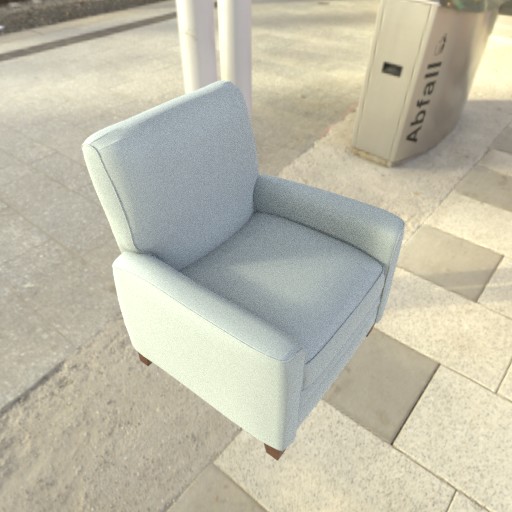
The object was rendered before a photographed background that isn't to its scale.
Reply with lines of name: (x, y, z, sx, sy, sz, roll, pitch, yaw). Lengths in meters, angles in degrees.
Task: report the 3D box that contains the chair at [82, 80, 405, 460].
chair: (0.000, 0.000, 1.651, 0.846, 1.007, 0.853, 26, 47, 28)
